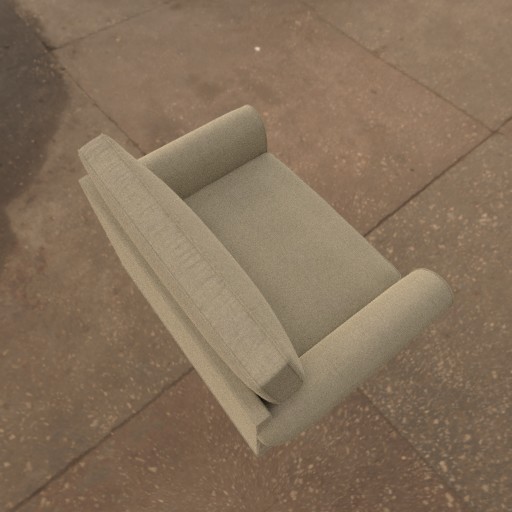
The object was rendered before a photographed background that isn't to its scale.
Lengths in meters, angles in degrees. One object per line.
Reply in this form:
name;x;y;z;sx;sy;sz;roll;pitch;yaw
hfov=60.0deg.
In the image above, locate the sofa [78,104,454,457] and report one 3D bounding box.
sofa;0.000;0.000;1.982;0.936;0.991;1.405;-33;65;-18
